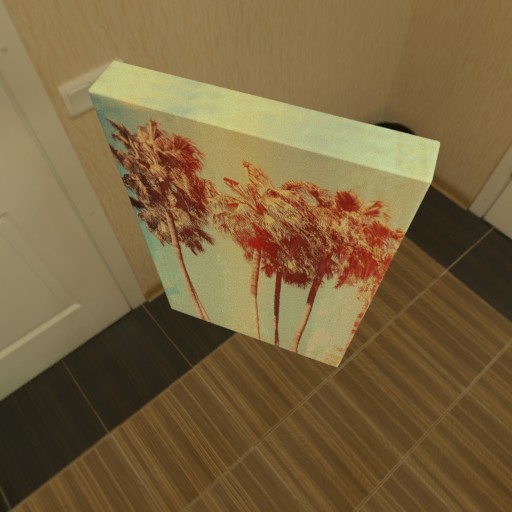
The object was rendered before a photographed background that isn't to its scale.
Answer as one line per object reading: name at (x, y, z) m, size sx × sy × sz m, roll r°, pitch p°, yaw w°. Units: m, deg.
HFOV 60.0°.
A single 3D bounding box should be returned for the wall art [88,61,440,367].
wall art at (0.000, 0.000, 0.473) m, size 0.251 × 0.380 × 0.039 m, roll 18°, pitch 60°, yaw 11°
